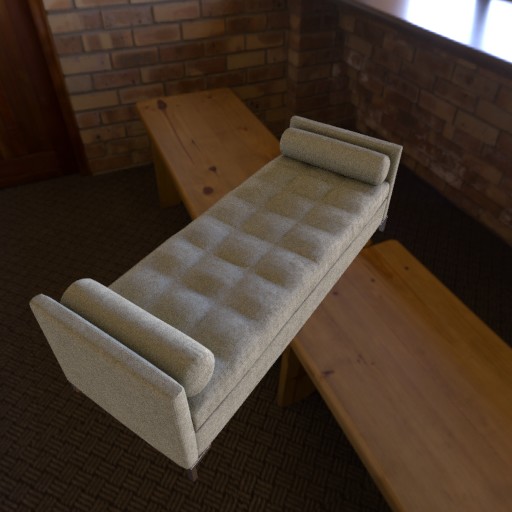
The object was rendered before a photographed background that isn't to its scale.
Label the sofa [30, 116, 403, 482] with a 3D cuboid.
[{"bbox_3d":[0.000,0.000,2.441,0.797,0.657,2.102,25,48,25],"label":"sofa"}]
